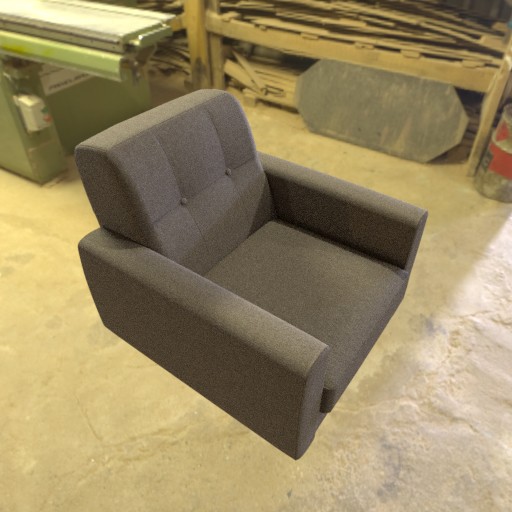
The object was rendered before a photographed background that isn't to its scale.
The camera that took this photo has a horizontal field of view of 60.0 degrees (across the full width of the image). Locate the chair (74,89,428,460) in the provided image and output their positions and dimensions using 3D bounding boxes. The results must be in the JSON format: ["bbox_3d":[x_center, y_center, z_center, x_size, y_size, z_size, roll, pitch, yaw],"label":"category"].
[{"bbox_3d":[0.000,0.000,1.510,0.907,0.839,0.831,25,46,26],"label":"chair"}]
